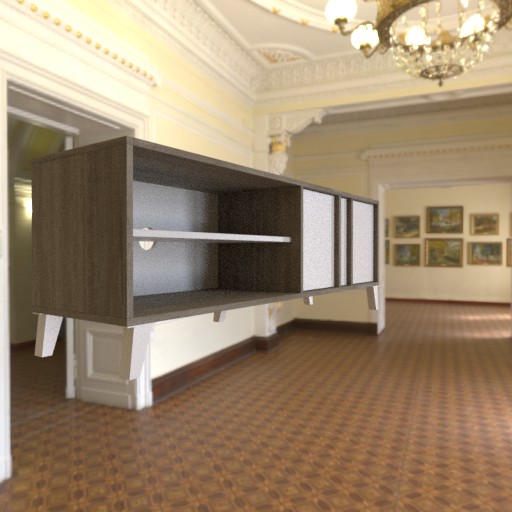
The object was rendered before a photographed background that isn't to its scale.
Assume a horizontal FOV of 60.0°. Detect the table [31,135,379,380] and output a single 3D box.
[{"bbox_3d":[0.000,0.000,1.679,0.400,0.530,1.500,0,1,36],"label":"table"}]
